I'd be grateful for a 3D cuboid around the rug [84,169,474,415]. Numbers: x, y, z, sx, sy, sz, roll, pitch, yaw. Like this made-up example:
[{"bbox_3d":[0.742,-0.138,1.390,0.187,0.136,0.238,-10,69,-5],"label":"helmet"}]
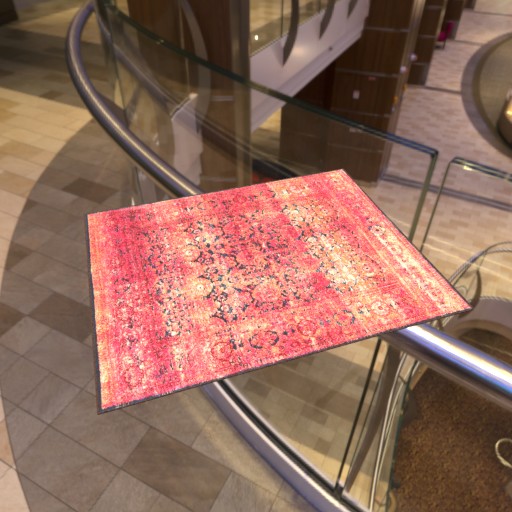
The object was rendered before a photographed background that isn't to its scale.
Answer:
[{"bbox_3d":[0.000,0.000,4.177,3.032,0.020,2.411,-12,42,-14],"label":"rug"}]
